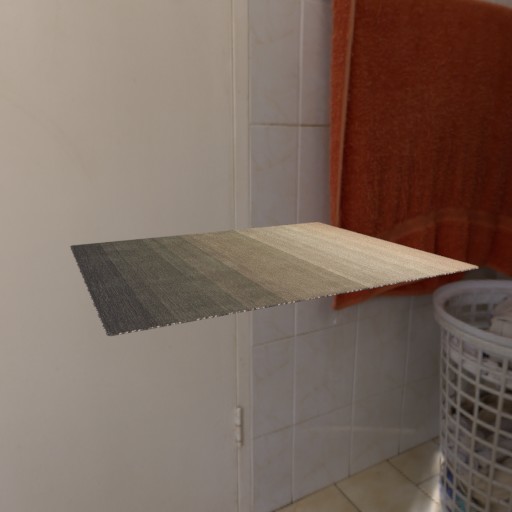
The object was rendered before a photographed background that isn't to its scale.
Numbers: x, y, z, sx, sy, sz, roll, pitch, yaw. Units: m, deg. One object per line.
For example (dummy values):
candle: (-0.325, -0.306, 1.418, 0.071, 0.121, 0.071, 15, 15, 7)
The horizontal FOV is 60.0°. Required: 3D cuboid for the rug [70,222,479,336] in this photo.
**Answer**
rug: (0.000, 0.000, 3.944, 2.902, 0.017, 2.305, -7, 16, -26)
